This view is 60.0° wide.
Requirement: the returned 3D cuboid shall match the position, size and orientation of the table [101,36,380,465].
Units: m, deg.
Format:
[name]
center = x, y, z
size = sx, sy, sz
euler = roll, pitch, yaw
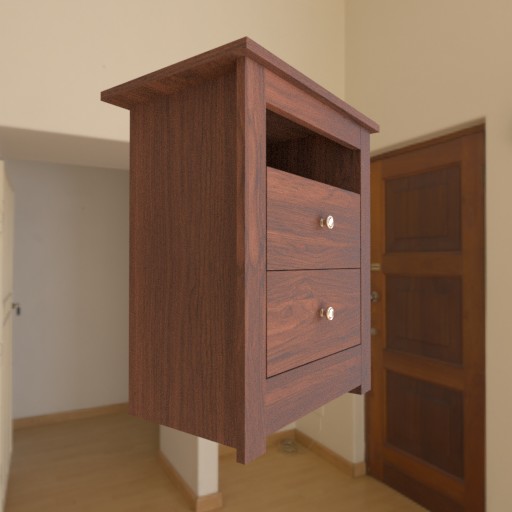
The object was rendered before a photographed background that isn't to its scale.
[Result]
[table]
center = 0.000, 0.000, 1.076
size = 0.406, 0.711, 0.589
euler = -1, -1, 36
